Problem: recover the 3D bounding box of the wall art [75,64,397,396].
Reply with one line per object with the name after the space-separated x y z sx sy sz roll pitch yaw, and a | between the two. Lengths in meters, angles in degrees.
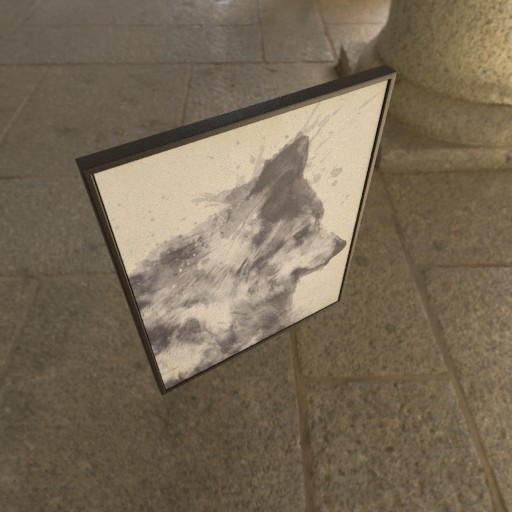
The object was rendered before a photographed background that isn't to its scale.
0.000 0.000 0.764 0.451 0.551 0.028 -24 52 -20 | wall art
